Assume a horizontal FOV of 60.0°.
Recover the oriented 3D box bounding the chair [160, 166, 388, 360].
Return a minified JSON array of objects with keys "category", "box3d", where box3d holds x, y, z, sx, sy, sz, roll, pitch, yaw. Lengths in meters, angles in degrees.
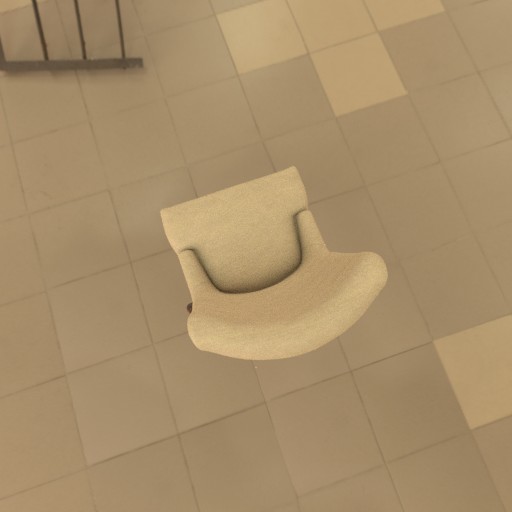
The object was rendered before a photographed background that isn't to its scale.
[{"category":"chair","box3d":[0.000,0.000,1.482,0.645,1.010,0.696,-19,77,-5]}]
